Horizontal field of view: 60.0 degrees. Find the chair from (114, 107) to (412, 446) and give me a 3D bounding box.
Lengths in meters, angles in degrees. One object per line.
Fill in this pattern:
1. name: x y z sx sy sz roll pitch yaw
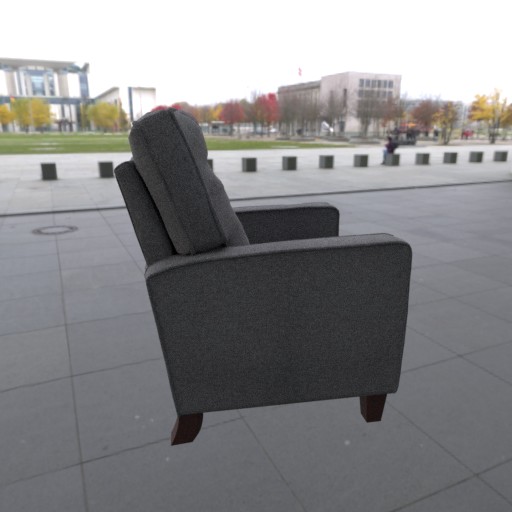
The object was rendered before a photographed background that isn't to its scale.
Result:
1. chair: 0.000 0.000 1.418 0.775 0.889 0.650 -3 16 -9
